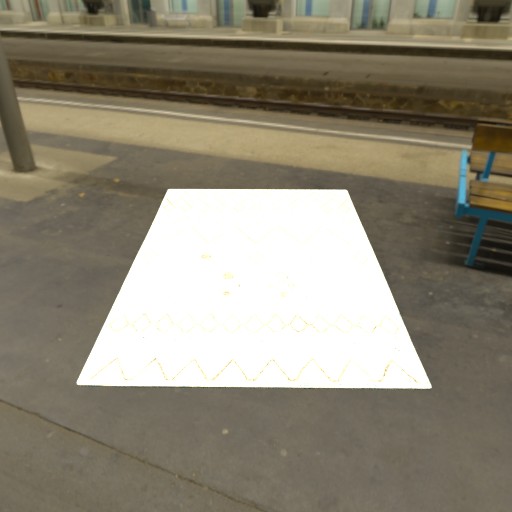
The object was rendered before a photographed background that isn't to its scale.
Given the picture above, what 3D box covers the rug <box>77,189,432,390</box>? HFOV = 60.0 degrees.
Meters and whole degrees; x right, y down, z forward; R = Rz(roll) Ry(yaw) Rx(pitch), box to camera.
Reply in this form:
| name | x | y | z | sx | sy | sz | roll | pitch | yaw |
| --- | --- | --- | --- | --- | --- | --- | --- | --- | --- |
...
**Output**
| name | x | y | z | sx | sy | sz | roll | pitch | yaw |
| --- | --- | --- | --- | --- | --- | --- | --- | --- | --- |
| rug | 0.000 | 0.000 | 2.344 | 1.260 | 0.009 | 1.820 | 0 | 31 | 1 |
